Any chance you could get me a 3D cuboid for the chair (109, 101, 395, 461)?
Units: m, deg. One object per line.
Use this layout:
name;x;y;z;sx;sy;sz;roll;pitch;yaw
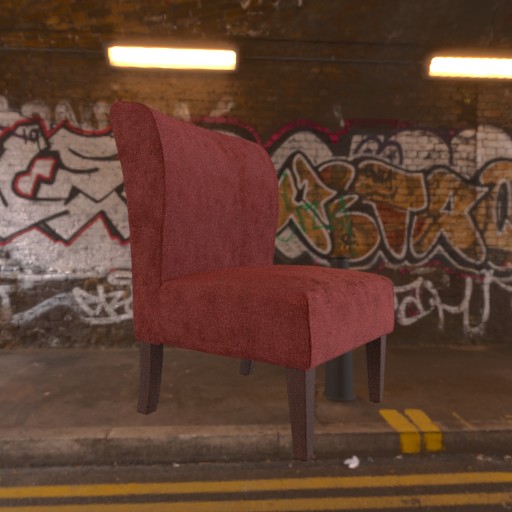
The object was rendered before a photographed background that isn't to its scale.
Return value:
chair;0.000;0.000;1.252;0.640;0.846;0.538;0;1;35
